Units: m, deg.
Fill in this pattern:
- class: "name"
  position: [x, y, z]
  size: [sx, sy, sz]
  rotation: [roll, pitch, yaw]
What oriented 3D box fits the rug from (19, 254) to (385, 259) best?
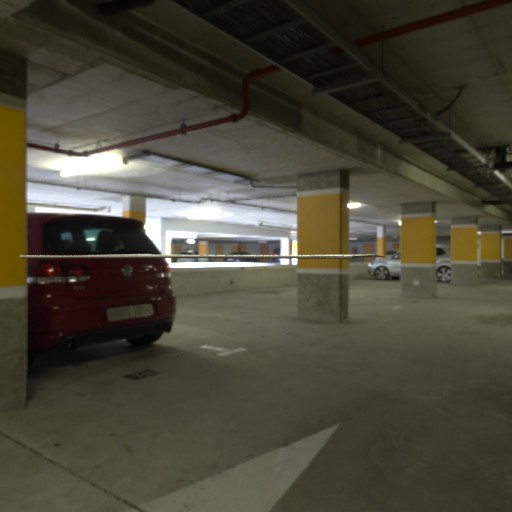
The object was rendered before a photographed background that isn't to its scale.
- class: "rug"
  position: [0.000, 0.000, 2.215]
  size: [1.159, 0.021, 1.789]
  rotation: [0, 0, 19]
